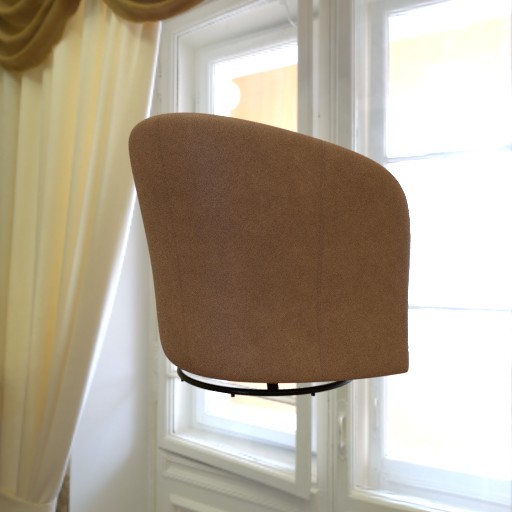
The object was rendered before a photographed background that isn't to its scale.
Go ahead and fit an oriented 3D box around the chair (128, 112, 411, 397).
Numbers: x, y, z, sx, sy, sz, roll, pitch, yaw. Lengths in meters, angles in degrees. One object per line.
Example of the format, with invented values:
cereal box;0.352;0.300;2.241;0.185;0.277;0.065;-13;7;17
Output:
chair;0.000;0.000;1.474;0.815;0.771;0.791;0;0;-17
